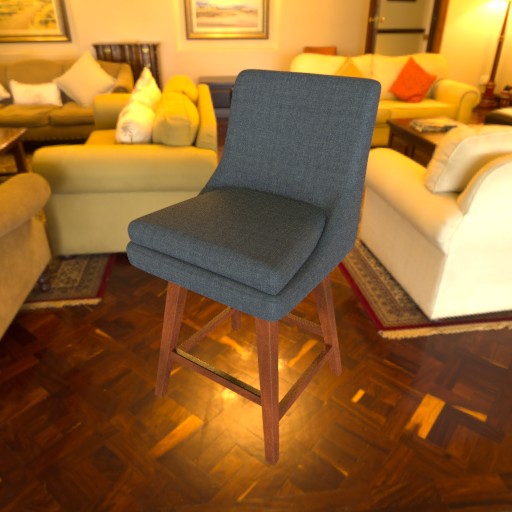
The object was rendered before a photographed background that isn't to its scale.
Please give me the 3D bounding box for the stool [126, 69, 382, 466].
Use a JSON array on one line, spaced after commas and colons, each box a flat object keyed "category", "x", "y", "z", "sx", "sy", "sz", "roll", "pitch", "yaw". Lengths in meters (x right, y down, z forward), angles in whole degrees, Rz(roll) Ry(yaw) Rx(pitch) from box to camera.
[{"category": "stool", "x": 0.000, "y": 0.000, "z": 1.221, "sx": 0.467, "sy": 0.895, "sz": 0.524, "roll": 18, "pitch": 34, "yaw": 30}]
